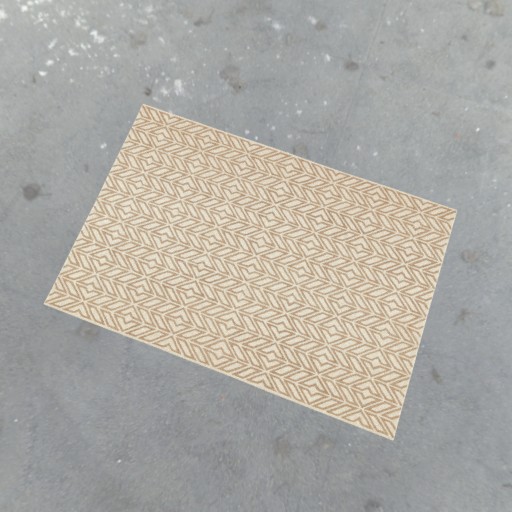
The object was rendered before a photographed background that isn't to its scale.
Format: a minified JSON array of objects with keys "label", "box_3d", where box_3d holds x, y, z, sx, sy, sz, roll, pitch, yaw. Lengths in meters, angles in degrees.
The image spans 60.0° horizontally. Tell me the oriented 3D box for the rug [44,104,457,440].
[{"label":"rug","box_3d":[0.000,0.000,2.295,1.828,0.007,1.220,20,77,5]}]
